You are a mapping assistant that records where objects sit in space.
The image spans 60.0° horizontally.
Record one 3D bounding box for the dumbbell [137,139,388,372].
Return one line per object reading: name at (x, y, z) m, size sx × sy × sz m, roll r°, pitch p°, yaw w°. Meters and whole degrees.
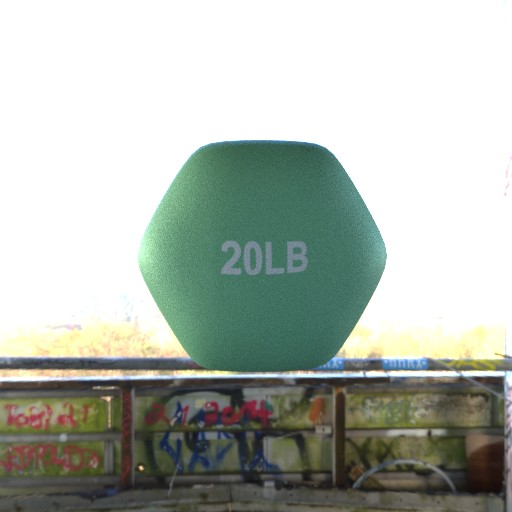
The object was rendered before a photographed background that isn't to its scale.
dumbbell at (0.000, 0.000, 0.332) m, size 0.129 × 0.117 × 0.260 m, roll 0°, pitch 0°, yaw -1°
